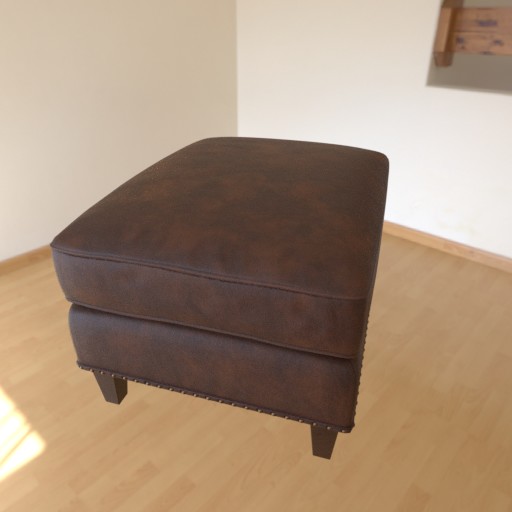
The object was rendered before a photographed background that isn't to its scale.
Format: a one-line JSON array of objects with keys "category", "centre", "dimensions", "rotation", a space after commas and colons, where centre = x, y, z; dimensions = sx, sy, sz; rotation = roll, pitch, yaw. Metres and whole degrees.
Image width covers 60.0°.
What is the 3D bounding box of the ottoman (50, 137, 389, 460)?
[{"category": "ottoman", "centre": [0.000, 0.000, 1.107], "dimensions": [0.586, 0.486, 0.742], "rotation": [9, 31, 15]}]
